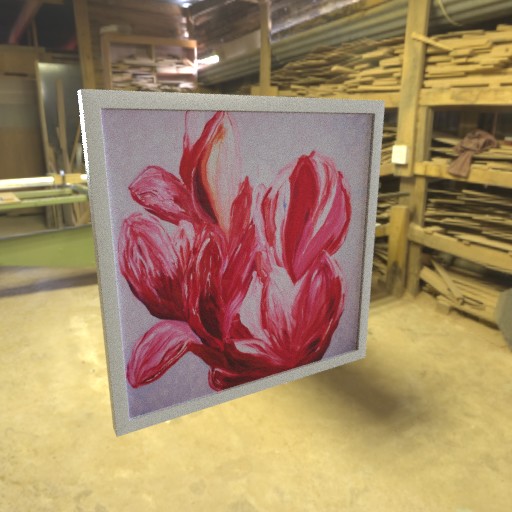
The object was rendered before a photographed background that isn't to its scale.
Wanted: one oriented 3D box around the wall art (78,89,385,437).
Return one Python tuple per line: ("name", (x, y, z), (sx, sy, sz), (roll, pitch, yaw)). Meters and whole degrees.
("wall art", (0.000, 0.000, 0.668), (0.455, 0.453, 0.023), (-9, 18, -28))
